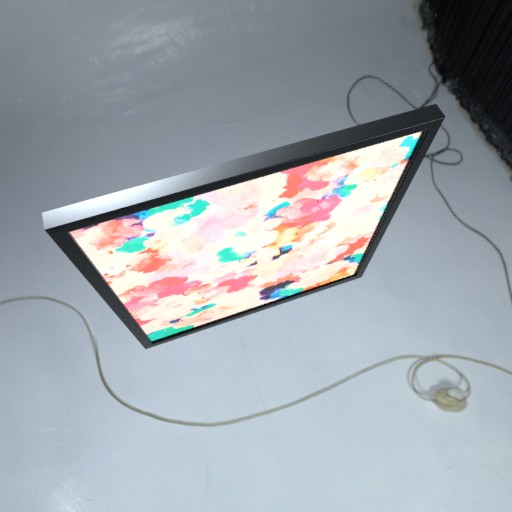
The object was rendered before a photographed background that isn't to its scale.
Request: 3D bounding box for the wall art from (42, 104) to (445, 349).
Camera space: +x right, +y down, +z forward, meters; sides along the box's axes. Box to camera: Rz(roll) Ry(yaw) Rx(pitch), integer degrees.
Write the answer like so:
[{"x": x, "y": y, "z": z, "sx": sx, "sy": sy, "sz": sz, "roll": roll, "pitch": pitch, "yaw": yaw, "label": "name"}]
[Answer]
[{"x": 0.000, "y": 0.000, "z": 1.136, "sx": 0.756, "sy": 0.755, "sz": 0.036, "roll": -17, "pitch": 65, "yaw": -9, "label": "wall art"}]
